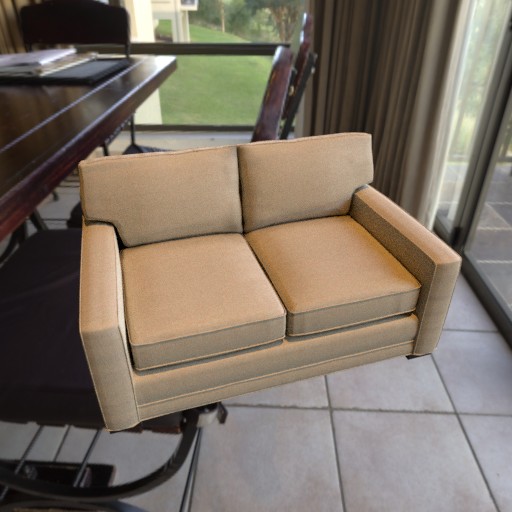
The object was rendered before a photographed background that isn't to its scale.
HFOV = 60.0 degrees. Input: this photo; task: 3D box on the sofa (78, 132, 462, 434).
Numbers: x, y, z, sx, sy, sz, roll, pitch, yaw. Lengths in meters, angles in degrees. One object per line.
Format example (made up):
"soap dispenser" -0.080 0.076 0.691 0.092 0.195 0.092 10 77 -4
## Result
"sofa" 0.000 0.000 2.038 1.484 0.853 0.942 -9 34 -14
